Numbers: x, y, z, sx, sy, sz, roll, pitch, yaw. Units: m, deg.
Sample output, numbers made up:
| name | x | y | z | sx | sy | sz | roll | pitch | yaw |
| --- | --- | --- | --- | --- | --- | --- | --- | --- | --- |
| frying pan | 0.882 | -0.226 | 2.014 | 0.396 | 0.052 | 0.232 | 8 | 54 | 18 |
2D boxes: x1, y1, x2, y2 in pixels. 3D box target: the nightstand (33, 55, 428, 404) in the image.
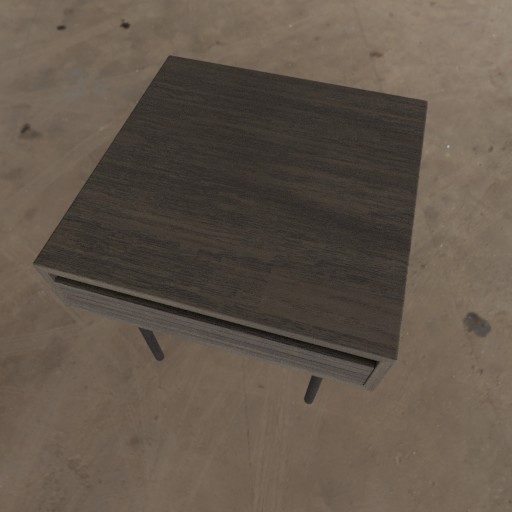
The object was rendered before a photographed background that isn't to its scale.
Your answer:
| name | x | y | z | sx | sy | sz | roll | pitch | yaw |
| --- | --- | --- | --- | --- | --- | --- | --- | --- | --- |
| nightstand | 0.000 | 0.000 | 0.912 | 0.502 | 0.497 | 0.503 | 14 | 58 | 9 |
